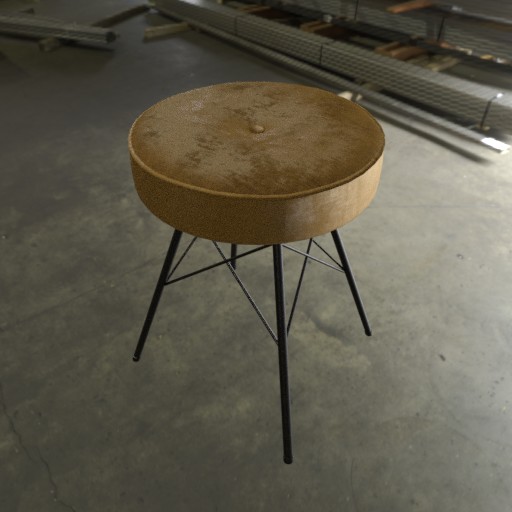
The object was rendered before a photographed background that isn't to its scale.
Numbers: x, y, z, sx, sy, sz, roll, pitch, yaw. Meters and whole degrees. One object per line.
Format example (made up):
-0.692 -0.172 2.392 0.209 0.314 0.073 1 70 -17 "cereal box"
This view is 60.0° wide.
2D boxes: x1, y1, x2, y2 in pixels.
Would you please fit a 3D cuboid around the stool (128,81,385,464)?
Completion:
0.000 0.000 0.925 0.472 0.595 0.438 26 47 27 "stool"
